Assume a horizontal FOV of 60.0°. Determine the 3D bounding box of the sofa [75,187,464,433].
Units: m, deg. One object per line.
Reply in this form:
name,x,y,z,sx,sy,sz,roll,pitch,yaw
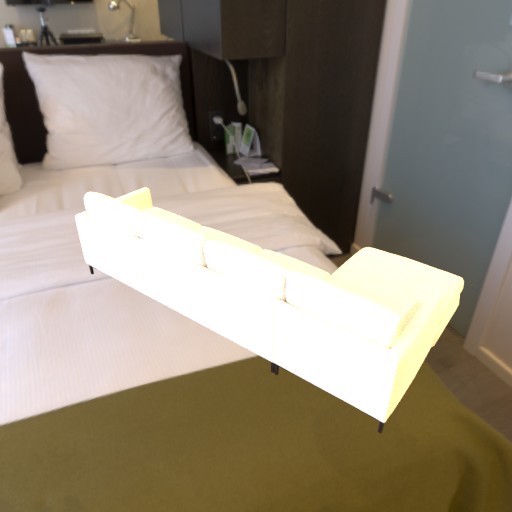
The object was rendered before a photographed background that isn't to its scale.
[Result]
sofa,0.000,0.000,3.909,3.186,0.875,1.467,21,37,31
